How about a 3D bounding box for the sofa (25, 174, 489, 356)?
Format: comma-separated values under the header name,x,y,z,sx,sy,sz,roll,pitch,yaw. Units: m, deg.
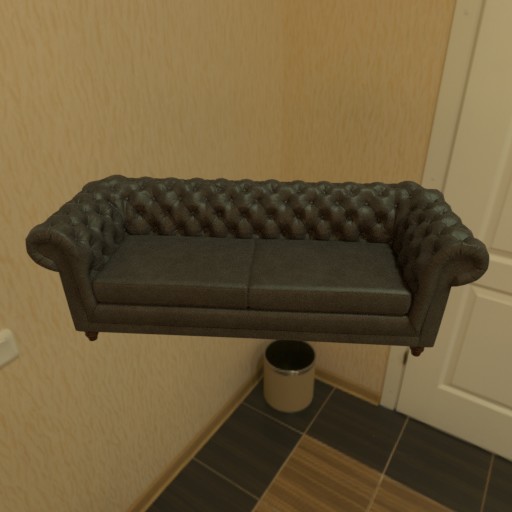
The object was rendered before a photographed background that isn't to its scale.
name,x,y,z,sx,sy,sz,roll,pitch,yaw
sofa,0.000,0.000,2.773,2.385,0.783,0.944,2,29,4
